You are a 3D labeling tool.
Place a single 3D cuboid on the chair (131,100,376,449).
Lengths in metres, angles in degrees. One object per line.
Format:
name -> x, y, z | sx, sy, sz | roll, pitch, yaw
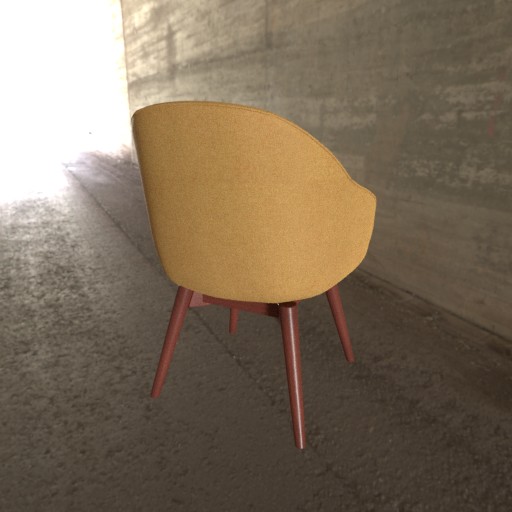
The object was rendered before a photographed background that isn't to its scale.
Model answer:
chair -> 0.000, 0.000, 1.274 | 0.596, 0.823, 0.635 | 9, 19, 26
